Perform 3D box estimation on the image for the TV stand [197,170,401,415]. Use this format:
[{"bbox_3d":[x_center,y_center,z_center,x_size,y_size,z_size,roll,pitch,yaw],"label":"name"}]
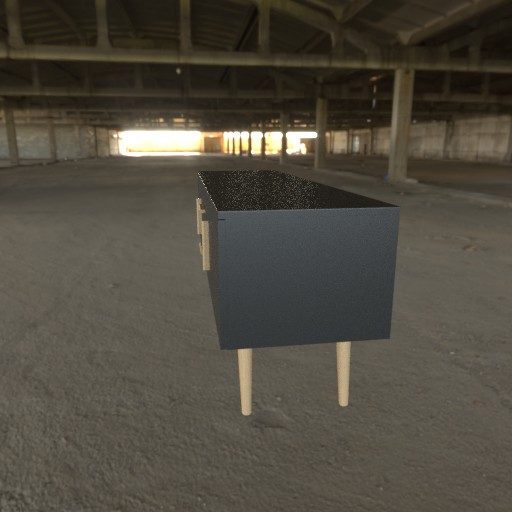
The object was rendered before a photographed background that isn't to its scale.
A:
[{"bbox_3d":[0.000,0.000,1.562,0.390,0.518,1.312,-2,14,-9],"label":"TV stand"}]
